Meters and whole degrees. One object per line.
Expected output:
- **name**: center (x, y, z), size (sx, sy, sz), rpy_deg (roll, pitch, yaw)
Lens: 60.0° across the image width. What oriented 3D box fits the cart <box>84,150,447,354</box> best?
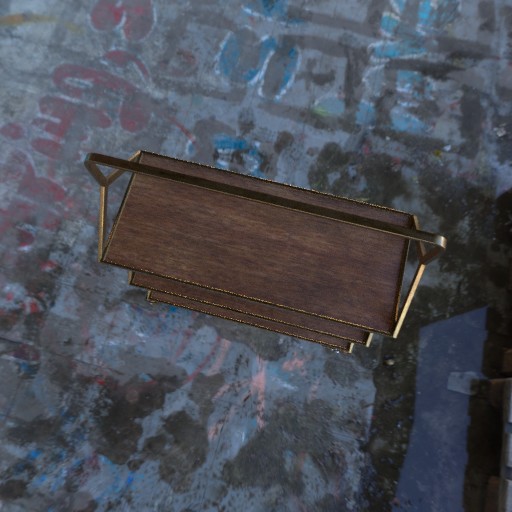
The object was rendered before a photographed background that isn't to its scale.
- **cart**: center (0.000, 0.000, 1.182), size (0.723, 0.805, 0.313), rpy_deg (14, 75, 4)
